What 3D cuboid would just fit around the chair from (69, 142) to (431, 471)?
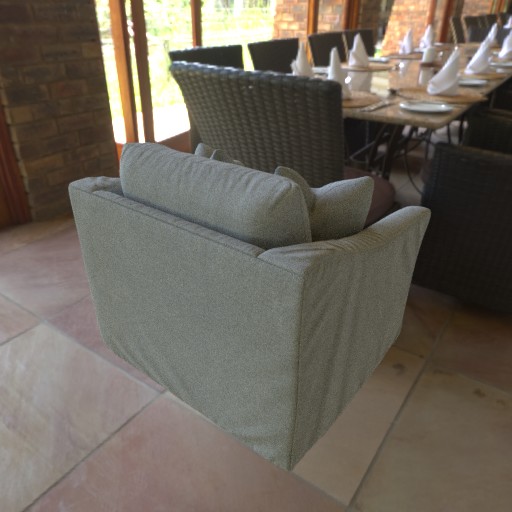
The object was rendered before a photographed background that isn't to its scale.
[{"bbox_3d":[0.000,0.000,2.039,1.194,1.059,1.071,21,35,33],"label":"chair"}]
